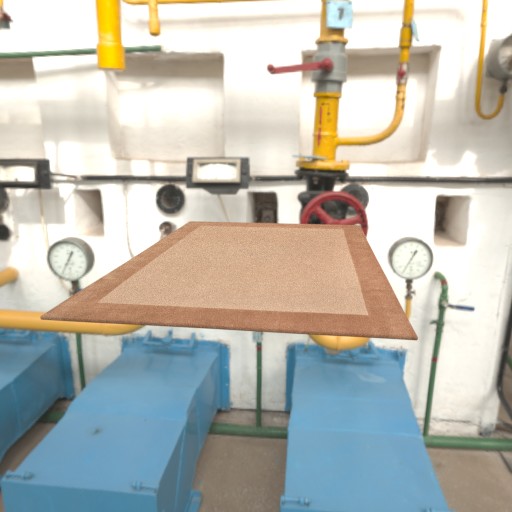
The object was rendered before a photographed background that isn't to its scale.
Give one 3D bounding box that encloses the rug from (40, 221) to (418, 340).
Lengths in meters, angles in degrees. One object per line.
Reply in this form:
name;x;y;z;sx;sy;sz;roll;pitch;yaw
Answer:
rug;0.000;0.000;2.280;1.219;0.014;1.829;2;15;7
